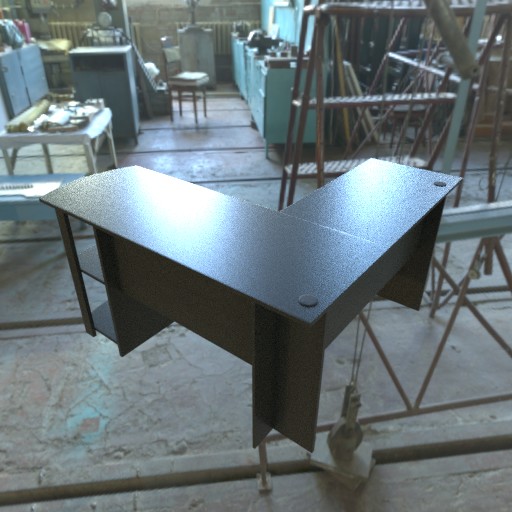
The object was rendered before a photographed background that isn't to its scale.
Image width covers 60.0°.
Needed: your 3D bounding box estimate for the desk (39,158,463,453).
[{"bbox_3d":[0.000,0.000,2.108,1.361,0.716,1.303,22,37,32],"label":"desk"}]
